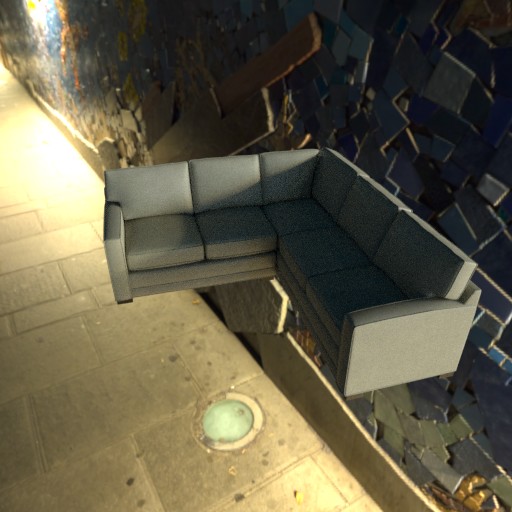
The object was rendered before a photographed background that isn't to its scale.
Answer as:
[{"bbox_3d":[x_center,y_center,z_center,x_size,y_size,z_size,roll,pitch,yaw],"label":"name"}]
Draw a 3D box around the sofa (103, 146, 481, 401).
[{"bbox_3d":[0.000,0.000,3.362,2.188,0.936,2.211,-9,33,-14],"label":"sofa"}]
